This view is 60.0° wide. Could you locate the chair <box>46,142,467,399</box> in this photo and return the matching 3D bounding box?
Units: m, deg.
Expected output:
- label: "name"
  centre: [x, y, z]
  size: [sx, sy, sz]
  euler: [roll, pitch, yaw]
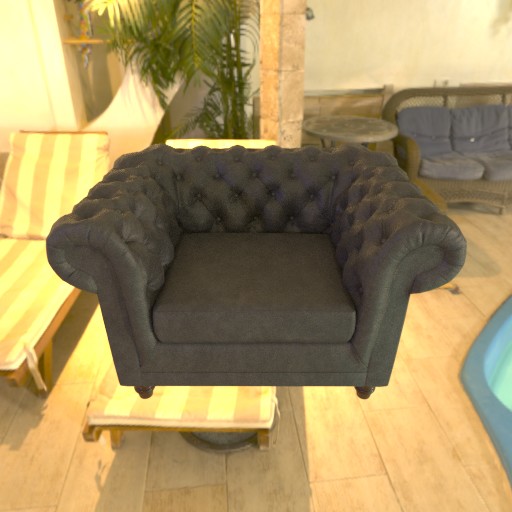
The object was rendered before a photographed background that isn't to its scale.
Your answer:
- label: "chair"
  centre: [0.000, 0.000, 1.864]
  size: [1.298, 0.780, 0.943]
  euler: [0, 29, 0]
